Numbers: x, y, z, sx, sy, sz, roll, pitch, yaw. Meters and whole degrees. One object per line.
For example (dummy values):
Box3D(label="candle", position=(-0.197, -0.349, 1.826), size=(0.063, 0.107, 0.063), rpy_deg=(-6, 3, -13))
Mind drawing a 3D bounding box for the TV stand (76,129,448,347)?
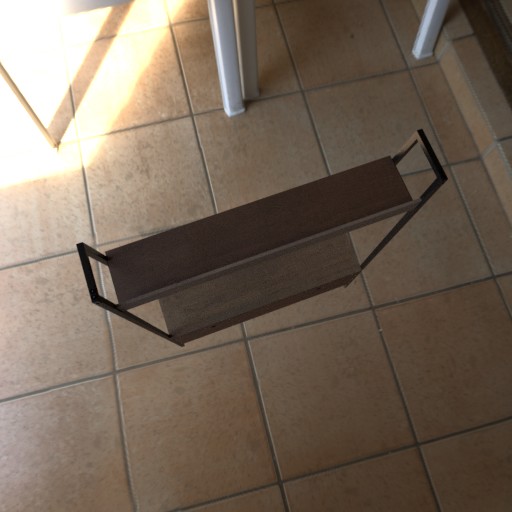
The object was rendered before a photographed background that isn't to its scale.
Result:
Box3D(label="TV stand", position=(0.000, 0.000, 2.354), size=(1.250, 1.772, 0.432), rpy_deg=(-19, 75, -5))
